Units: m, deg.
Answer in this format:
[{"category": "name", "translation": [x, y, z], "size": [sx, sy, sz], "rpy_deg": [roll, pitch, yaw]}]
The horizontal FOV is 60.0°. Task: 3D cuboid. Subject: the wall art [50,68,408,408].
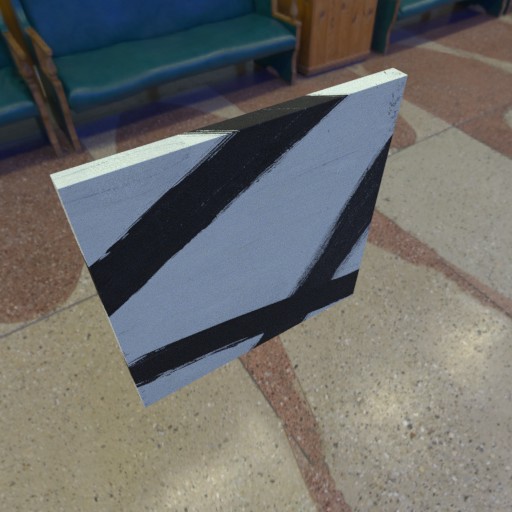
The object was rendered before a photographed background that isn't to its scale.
[{"category": "wall art", "translation": [0.000, 0.000, 1.124], "size": [0.765, 0.765, 0.046], "rpy_deg": [-24, 51, -22]}]
